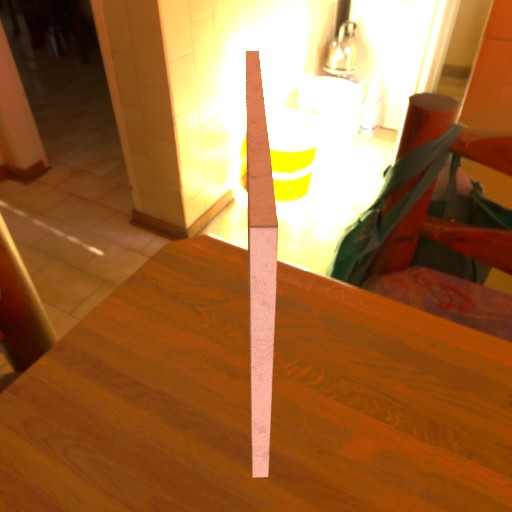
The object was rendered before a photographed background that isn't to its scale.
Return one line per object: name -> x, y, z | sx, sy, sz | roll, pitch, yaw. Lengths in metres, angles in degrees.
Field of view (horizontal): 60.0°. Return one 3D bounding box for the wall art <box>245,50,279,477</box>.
wall art -> 0.000, 0.000, 1.111 | 0.038, 0.757, 0.760 | -1, 41, -1
